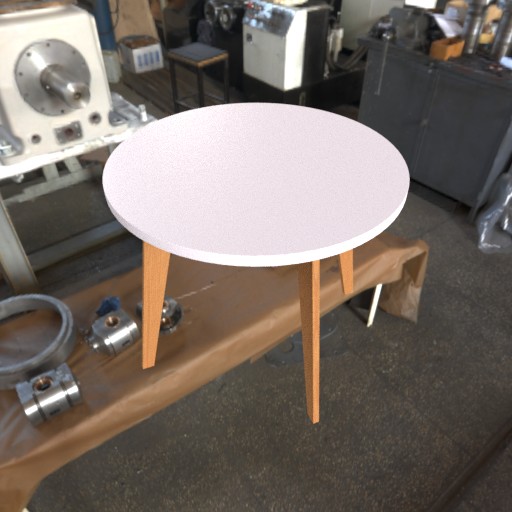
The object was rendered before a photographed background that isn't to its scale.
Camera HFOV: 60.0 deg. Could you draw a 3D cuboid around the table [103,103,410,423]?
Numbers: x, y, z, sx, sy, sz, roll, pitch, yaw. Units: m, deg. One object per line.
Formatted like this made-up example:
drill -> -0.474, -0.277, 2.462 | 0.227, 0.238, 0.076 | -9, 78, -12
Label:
table -> 0.000, 0.000, 1.583 | 0.896, 0.762, 0.896 | 0, 40, 0
